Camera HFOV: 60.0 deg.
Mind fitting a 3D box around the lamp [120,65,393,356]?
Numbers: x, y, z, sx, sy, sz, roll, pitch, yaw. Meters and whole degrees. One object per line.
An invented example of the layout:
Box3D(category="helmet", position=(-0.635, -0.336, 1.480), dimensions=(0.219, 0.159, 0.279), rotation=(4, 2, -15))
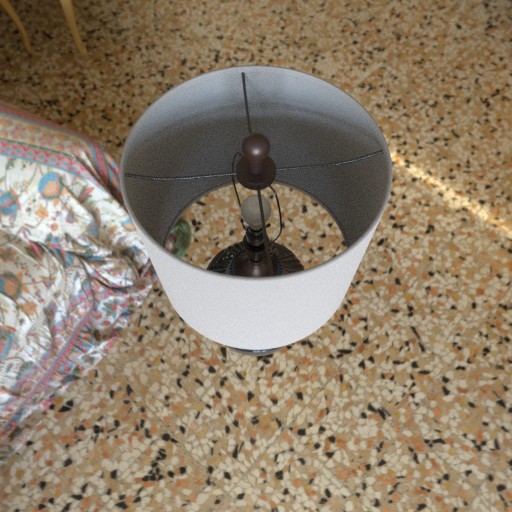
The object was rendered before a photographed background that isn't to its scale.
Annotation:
Box3D(category="lamp", position=(0.000, 0.000, 0.740), dimensions=(0.318, 0.567, 0.318), rotation=(0, 62, 0))
